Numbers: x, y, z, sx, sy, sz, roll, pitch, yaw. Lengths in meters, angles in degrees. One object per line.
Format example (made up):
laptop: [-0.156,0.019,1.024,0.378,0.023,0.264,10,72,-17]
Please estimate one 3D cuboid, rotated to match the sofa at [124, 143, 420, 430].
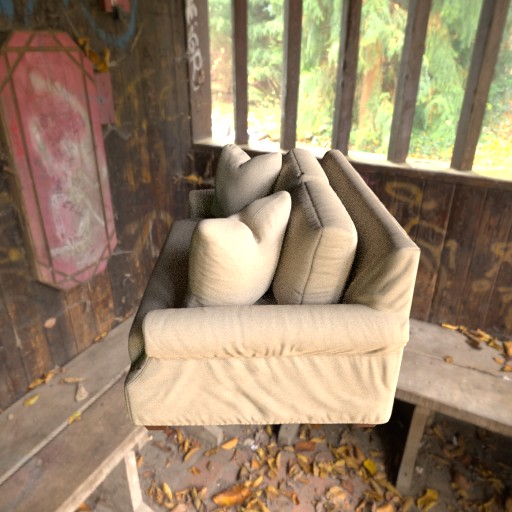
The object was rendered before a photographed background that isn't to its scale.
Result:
sofa: [0.000,0.000,2.221,1.070,0.905,1.550,-1,26,-1]
